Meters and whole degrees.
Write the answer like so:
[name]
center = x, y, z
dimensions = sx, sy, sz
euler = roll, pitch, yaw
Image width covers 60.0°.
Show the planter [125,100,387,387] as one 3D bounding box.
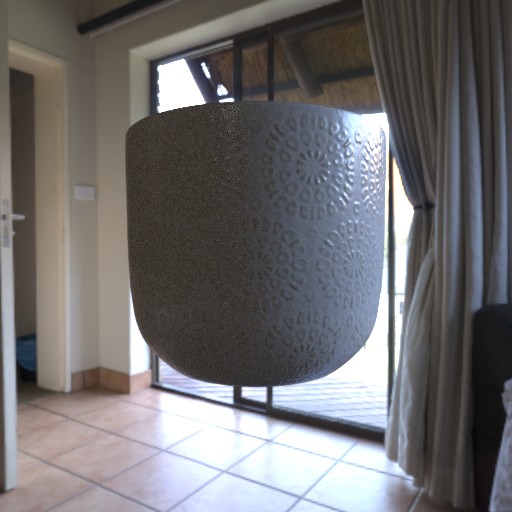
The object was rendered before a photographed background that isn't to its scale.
[planter]
center = 0.000, 0.000, 0.300
dimensions = 0.170, 0.152, 0.170
euler = 0, 0, 0
